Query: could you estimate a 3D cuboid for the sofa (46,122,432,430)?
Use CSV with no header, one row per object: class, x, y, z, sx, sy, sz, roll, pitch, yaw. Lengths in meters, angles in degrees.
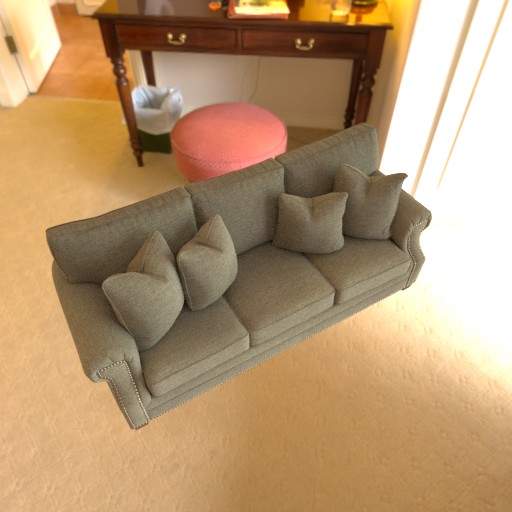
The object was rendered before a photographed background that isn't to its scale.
sofa,0.000,0.000,2.806,2.312,0.975,0.965,-23,51,-20
